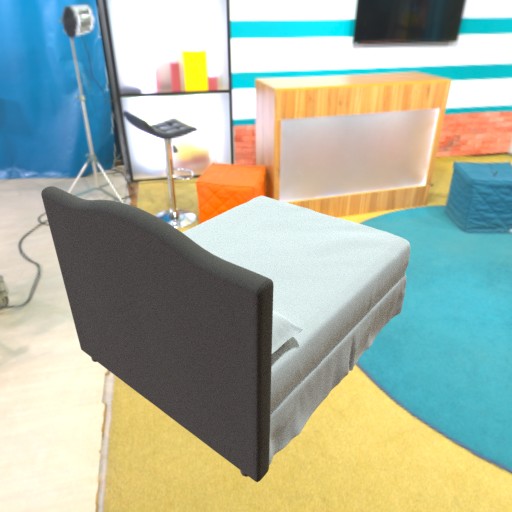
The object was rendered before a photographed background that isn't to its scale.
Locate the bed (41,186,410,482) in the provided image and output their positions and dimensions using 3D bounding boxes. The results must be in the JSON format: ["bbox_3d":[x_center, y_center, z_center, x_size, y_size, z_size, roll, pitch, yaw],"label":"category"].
[{"bbox_3d":[0.000,0.000,3.140,1.666,1.387,2.036,22,36,33],"label":"bed"}]
